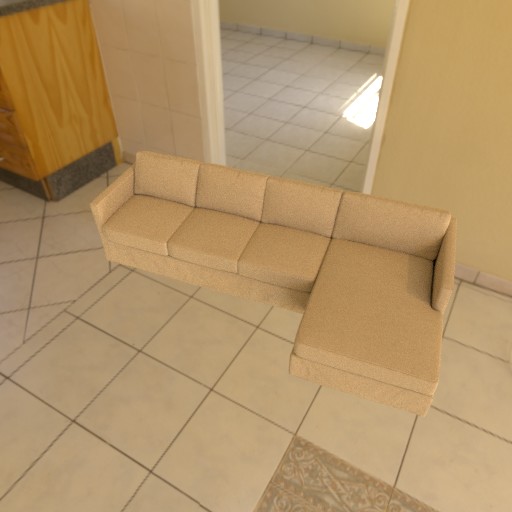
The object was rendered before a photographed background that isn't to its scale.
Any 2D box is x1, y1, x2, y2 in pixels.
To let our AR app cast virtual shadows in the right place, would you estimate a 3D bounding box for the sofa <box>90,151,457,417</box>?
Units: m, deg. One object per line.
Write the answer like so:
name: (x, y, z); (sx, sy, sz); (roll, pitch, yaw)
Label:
sofa: (0.000, 0.000, 3.880); (3.177, 0.867, 1.622); (14, 43, 15)
